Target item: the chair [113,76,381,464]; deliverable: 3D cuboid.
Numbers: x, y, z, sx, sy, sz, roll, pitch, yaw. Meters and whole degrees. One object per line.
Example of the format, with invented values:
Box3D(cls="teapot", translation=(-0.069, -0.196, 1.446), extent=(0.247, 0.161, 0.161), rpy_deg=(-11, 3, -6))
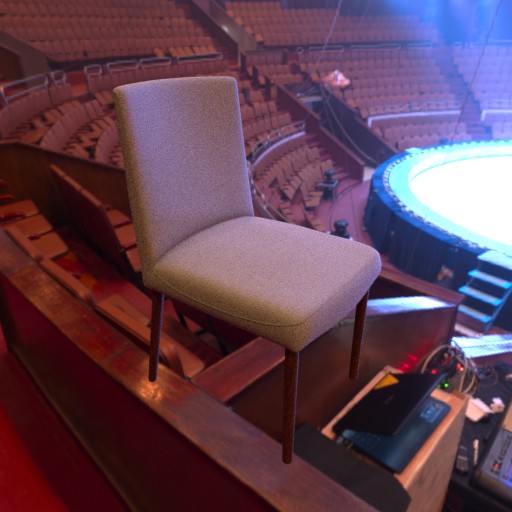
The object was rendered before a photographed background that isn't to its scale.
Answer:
Box3D(cls="chair", translation=(0.000, 0.000, 1.182), extent=(0.570, 0.859, 0.456), rpy_deg=(18, 31, 32))
